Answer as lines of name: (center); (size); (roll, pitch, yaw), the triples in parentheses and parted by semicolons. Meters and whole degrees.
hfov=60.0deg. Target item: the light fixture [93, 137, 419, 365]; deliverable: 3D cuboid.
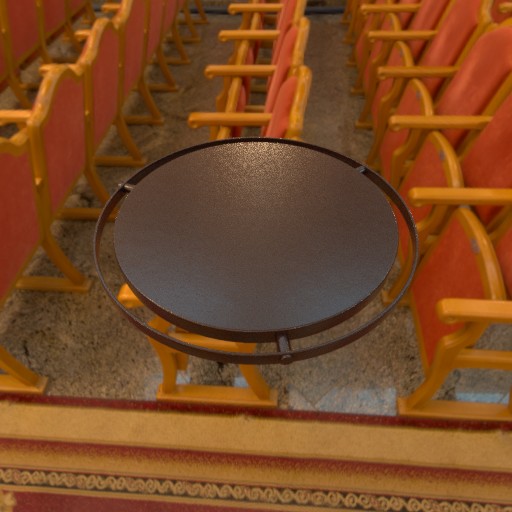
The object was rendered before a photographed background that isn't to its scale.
light fixture: (0.000, 0.000, 0.549); (0.361, 0.130, 0.361); (0, 45, 0)
